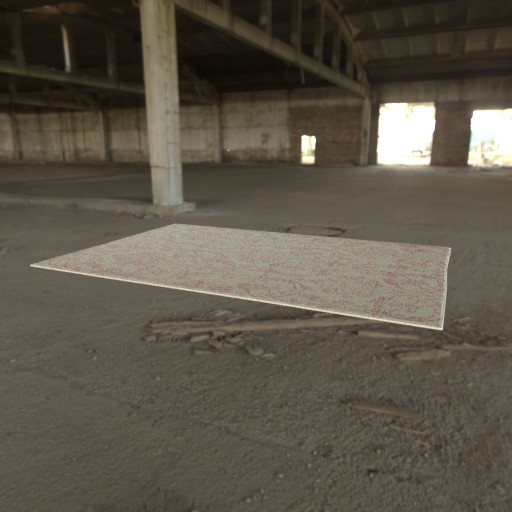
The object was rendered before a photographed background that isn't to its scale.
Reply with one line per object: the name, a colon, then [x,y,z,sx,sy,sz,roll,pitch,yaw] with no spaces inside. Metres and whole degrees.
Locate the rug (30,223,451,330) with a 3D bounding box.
rug: [0.000,0.000,3.437,2.746,0.018,1.819,6,16,23]
